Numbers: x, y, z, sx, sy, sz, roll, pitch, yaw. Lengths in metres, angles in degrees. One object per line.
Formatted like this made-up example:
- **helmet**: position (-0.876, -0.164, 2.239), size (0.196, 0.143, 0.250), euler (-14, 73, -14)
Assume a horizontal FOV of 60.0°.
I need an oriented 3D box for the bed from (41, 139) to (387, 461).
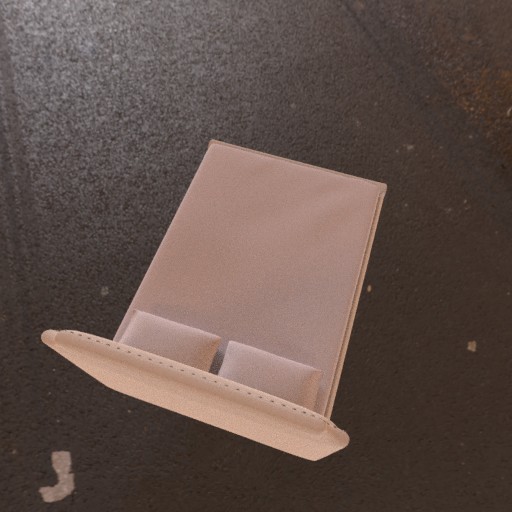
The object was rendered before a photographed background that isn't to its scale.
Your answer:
- **bed**: position (0.000, 0.000, 3.310), size (1.712, 1.443, 2.372), euler (16, 63, 9)
